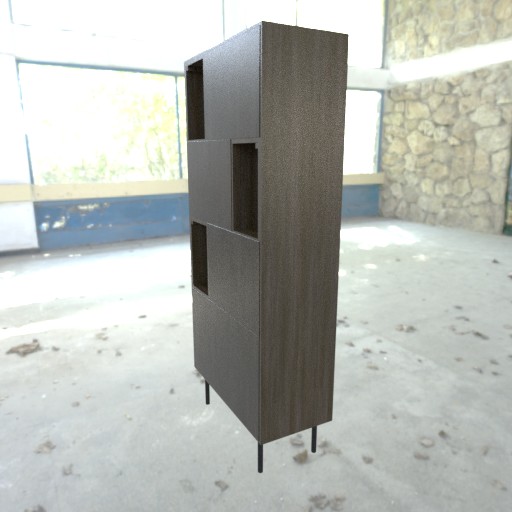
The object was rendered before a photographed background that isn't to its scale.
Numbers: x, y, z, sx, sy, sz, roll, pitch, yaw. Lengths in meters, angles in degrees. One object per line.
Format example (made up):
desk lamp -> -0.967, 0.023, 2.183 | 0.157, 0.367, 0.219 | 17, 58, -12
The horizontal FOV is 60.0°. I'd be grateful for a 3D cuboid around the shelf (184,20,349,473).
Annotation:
shelf -> 0.000, 0.000, 1.793 | 0.323, 1.545, 0.670 | -7, 15, -27
